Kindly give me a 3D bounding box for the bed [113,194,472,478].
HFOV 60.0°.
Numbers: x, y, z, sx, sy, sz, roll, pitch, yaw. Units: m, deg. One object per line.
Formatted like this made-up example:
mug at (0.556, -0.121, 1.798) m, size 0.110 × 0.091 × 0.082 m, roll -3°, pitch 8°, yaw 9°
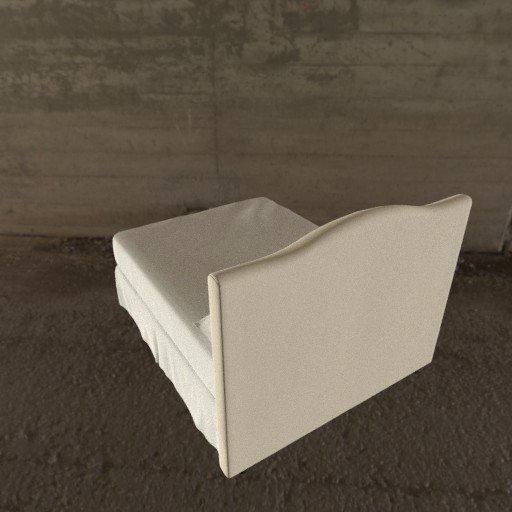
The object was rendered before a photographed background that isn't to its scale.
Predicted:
bed at (0.000, 0.000, 3.330) m, size 1.753 × 1.460 × 2.143 m, roll -18°, pitch 34°, yaw -28°
